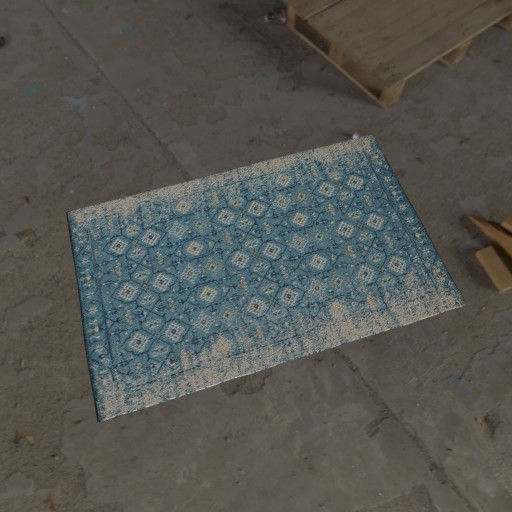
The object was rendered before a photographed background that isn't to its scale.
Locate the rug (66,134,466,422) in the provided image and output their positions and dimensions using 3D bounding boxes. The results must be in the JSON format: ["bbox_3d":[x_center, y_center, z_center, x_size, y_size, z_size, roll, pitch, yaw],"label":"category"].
[{"bbox_3d":[0.000,0.000,3.083,2.449,0.015,1.530,-16,65,-8],"label":"rug"}]
